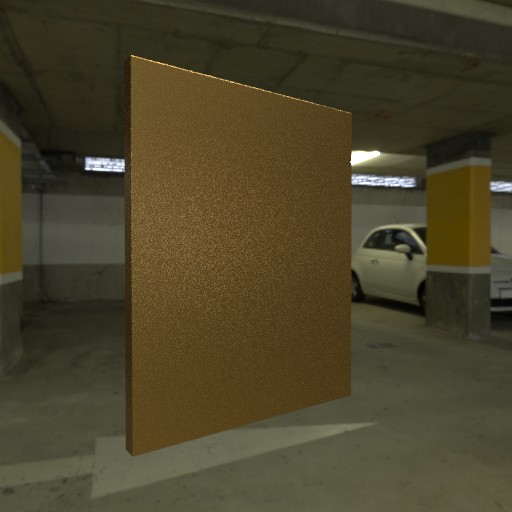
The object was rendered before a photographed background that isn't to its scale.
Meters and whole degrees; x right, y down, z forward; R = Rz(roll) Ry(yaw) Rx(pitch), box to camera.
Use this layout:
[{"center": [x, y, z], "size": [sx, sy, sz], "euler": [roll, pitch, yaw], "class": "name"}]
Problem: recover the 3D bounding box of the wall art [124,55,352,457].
[{"center": [0.000, 0.000, 1.035], "size": [0.610, 0.762, 0.038], "euler": [-1, 1, -36], "class": "wall art"}]
